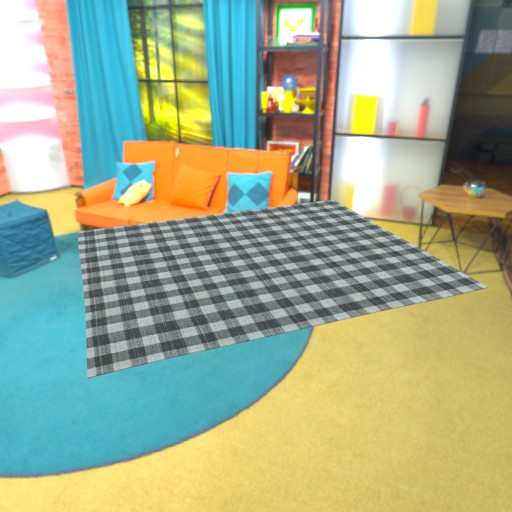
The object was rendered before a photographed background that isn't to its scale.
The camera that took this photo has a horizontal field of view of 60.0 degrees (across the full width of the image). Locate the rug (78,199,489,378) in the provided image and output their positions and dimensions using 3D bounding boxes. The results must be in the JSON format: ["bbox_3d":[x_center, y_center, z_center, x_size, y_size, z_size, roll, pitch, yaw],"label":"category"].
[{"bbox_3d":[0.000,0.000,4.049,3.021,0.013,2.432,-9,26,-19],"label":"rug"}]
